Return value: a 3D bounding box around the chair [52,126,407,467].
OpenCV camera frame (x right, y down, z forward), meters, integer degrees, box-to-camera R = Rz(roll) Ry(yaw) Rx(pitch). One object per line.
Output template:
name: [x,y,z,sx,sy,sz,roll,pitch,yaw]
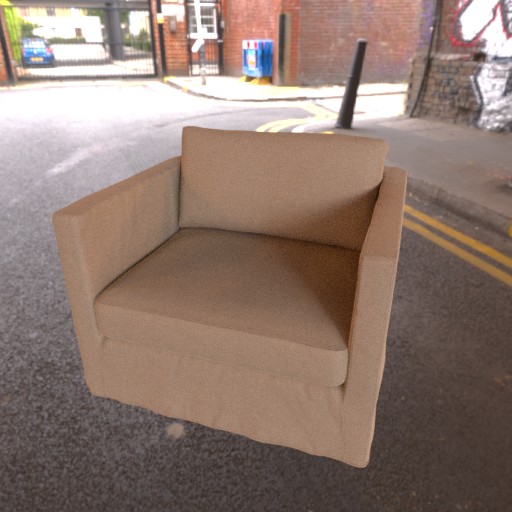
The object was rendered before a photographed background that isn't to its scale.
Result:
chair: [0.000,0.000,1.706,1.057,0.867,0.949,8,27,17]
